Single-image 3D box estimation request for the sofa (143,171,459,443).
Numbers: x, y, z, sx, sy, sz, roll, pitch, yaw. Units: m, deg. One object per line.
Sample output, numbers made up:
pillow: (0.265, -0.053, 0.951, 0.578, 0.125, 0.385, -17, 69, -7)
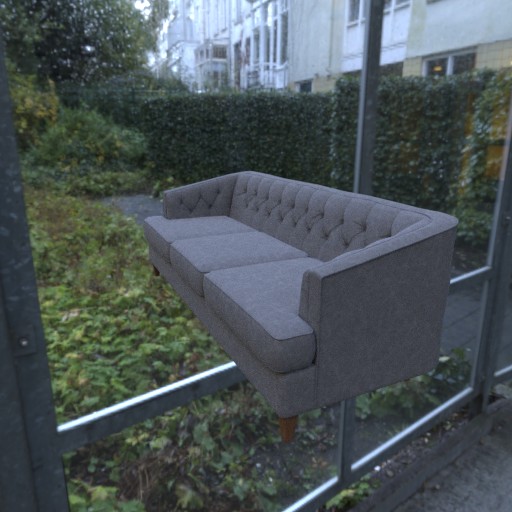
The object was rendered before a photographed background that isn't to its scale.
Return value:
sofa: (0.000, 0.000, 2.662, 0.917, 0.806, 2.247, -8, 18, -24)
